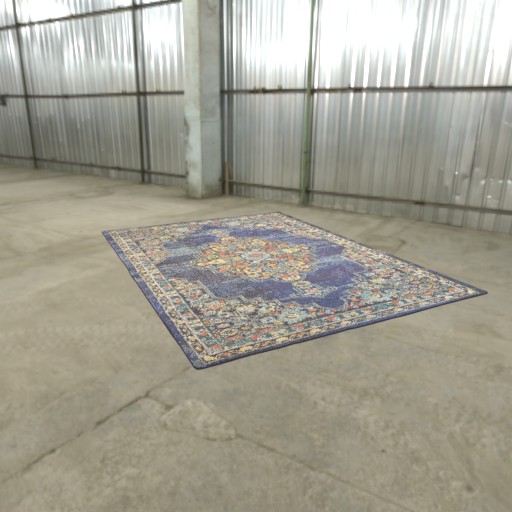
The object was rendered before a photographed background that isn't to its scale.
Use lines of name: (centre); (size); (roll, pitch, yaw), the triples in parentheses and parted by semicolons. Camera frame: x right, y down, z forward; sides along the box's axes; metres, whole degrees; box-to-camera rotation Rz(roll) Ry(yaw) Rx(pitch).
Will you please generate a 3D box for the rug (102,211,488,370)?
rug: (0.000, 0.000, 2.923); (1.630, 0.009, 2.232); (-9, 20, -25)
